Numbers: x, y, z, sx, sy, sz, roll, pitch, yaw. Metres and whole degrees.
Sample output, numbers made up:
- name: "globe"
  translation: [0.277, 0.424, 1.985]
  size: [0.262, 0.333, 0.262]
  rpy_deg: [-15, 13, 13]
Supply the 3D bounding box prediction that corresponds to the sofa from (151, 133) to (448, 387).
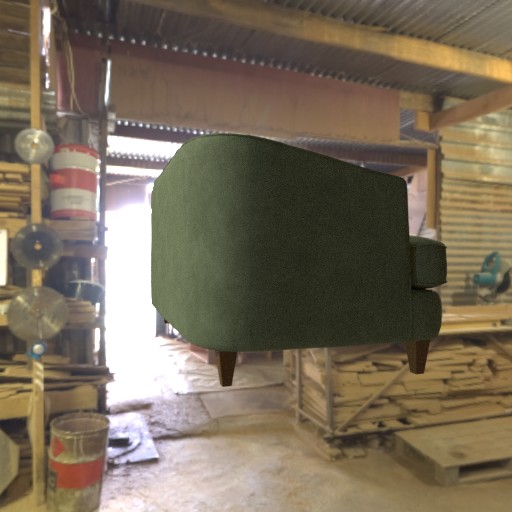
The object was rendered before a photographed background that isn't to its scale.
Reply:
- name: "sofa"
  translation: [0.000, 0.000, 2.259]
  size: [0.941, 0.855, 1.733]
  rpy_deg: [0, 0, -19]
